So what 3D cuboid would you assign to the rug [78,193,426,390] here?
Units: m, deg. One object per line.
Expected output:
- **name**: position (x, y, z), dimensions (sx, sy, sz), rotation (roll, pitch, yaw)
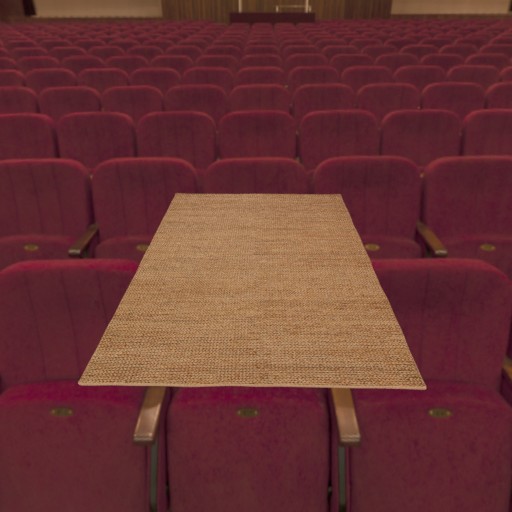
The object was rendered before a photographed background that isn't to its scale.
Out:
- **rug**: position (0.000, 0.000, 3.003), dimensions (1.521, 0.034, 2.438), rotation (0, 28, 1)
